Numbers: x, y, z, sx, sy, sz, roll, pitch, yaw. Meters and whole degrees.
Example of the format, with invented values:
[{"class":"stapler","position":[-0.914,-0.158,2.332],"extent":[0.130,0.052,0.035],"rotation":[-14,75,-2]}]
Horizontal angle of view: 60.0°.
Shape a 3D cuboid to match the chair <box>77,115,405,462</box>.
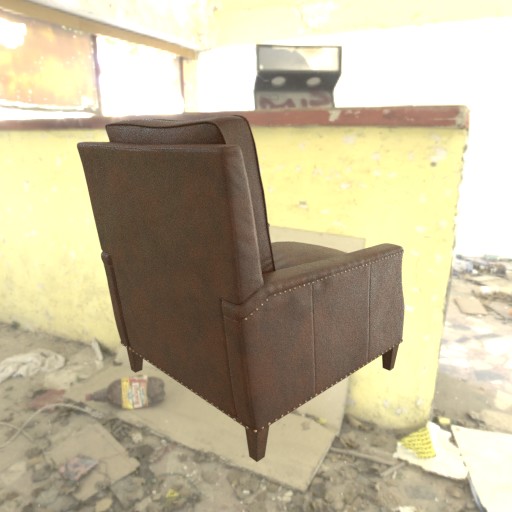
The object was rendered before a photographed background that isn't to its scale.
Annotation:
[{"class":"chair","position":[0.000,0.000,1.799],"extent":[1.035,1.054,0.854],"rotation":[-14,21,-42]}]
